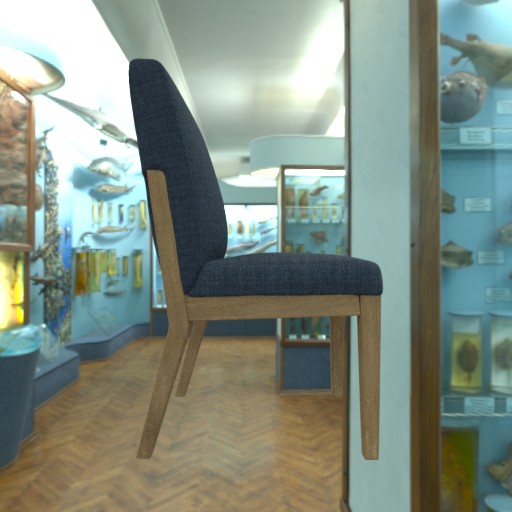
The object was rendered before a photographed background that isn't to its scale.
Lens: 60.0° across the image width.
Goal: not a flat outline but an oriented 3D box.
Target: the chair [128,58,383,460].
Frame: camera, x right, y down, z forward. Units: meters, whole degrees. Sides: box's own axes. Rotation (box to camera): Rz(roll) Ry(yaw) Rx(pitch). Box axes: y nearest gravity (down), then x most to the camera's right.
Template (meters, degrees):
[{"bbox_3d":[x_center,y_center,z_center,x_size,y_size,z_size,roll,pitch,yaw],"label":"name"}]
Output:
[{"bbox_3d":[0.000,0.000,1.228,0.586,0.911,0.507,0,0,1],"label":"chair"}]
